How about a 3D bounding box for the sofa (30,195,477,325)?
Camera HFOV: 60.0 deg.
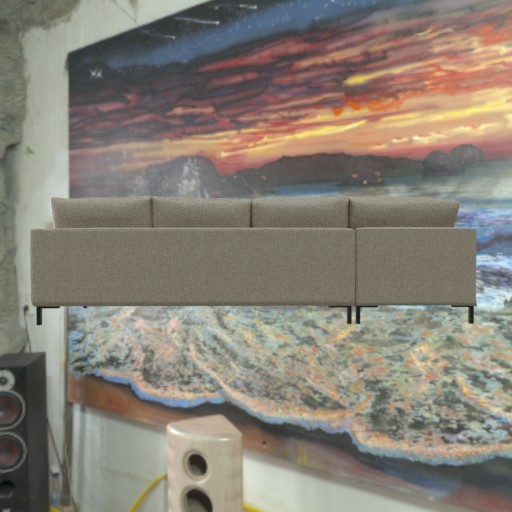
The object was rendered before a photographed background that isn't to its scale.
[{"bbox_3d":[0.000,0.000,3.152,2.423,0.703,1.617,0,1,-1],"label":"sofa"}]
